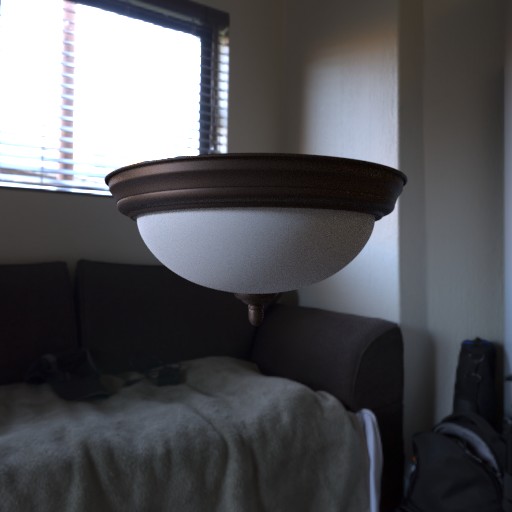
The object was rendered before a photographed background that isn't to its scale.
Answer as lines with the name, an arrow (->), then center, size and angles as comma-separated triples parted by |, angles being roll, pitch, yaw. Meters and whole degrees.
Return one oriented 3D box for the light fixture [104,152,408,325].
light fixture -> 0.000, 0.000, 0.431 | 0.280, 0.135, 0.280 | 0, 0, 0
